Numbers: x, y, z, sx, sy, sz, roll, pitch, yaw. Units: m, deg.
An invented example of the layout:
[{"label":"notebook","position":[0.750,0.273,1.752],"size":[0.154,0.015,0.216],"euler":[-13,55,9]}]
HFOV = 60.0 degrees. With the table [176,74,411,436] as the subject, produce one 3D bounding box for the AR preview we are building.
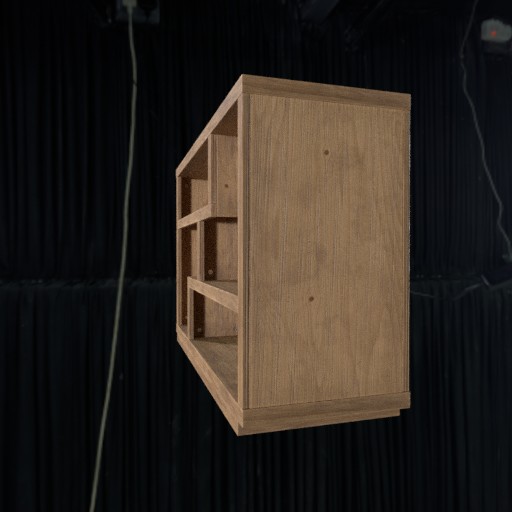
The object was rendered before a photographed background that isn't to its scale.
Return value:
[{"label":"table","position":[0.000,0.000,1.532],"size":[0.410,0.771,1.151],"euler":[0,1,-17]}]
